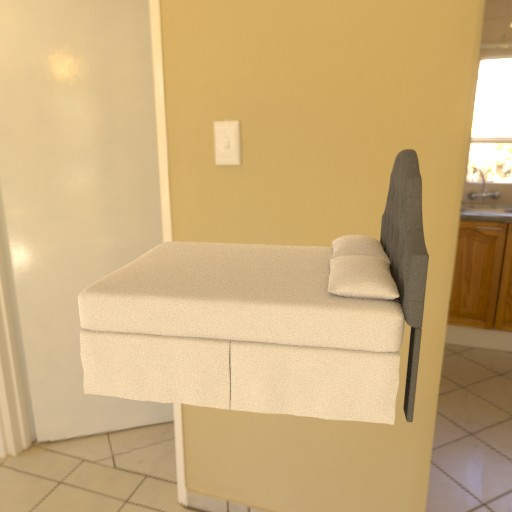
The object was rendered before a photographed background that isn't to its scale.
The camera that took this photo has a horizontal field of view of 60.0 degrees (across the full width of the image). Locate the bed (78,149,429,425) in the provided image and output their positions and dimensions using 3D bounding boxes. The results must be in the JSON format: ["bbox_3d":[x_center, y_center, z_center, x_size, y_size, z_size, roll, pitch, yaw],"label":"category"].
[{"bbox_3d":[0.000,0.000,3.348,2.155,1.575,1.636,2,15,9],"label":"bed"}]
